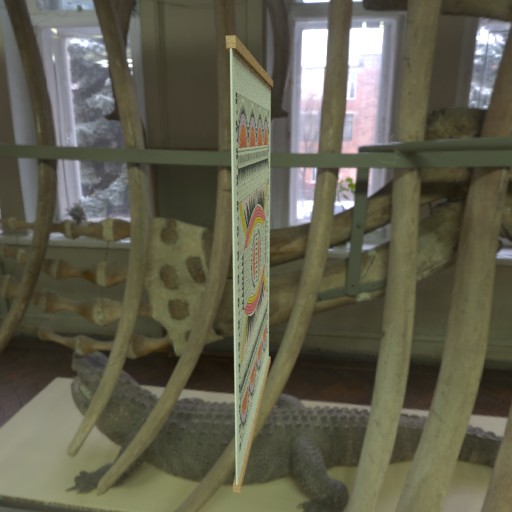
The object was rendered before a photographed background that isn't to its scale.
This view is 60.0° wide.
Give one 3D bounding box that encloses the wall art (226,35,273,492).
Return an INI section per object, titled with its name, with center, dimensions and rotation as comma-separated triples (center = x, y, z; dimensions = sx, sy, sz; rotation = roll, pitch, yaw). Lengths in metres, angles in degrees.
[wall art]
center = 0.000, 0.000, 1.910
dimensions = 0.028, 1.533, 0.999
rotation = 2, 15, 8
